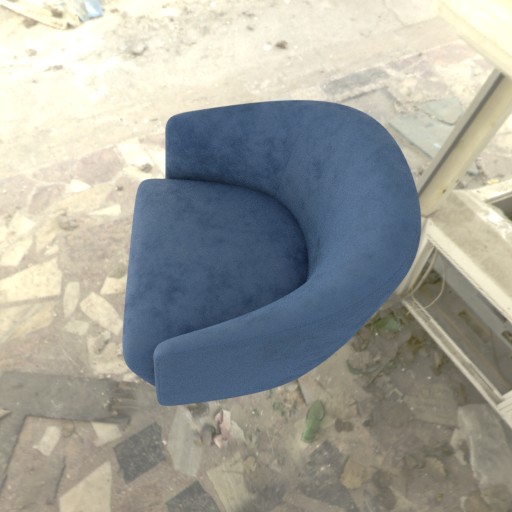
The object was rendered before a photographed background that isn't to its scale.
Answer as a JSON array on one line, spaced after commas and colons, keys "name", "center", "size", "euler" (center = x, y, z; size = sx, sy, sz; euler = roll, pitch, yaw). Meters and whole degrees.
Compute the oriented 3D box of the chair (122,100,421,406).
[{"name": "chair", "center": [0.000, 0.000, 1.335], "size": [0.767, 0.698, 0.773], "euler": [-4, 57, -2]}]
